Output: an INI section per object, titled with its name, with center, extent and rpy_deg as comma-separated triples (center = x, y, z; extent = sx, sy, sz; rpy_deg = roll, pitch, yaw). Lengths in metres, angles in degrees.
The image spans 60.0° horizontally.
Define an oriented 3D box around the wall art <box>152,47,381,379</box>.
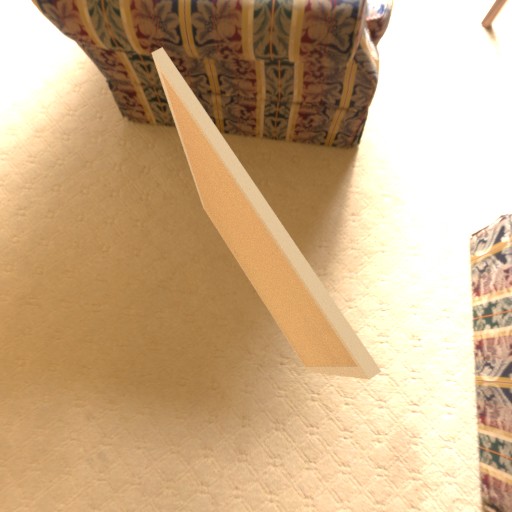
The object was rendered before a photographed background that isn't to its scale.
[wall art]
center = 0.000, 0.000, 0.638
extent = 0.013, 0.456, 0.382
rpy_deg = -31, 78, -7
